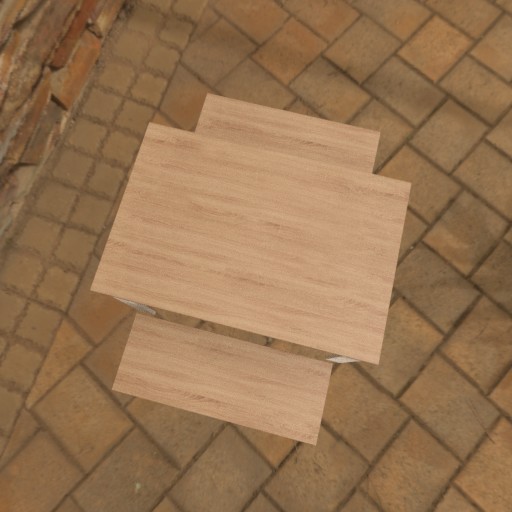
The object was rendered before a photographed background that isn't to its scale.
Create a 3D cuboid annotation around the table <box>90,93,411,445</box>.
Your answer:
[{"bbox_3d":[0.000,0.000,2.058,1.100,0.700,1.443,14,76,4],"label":"table"}]
